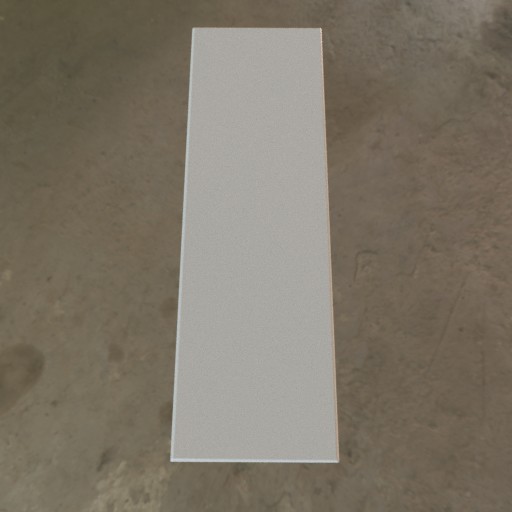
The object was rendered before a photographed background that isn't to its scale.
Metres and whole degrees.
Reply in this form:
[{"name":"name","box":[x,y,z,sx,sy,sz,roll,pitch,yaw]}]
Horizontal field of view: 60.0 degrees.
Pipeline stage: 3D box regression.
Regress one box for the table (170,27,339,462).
[{"name":"table","box":[0.000,0.000,1.551,0.386,0.814,1.191,0,75,0]}]
